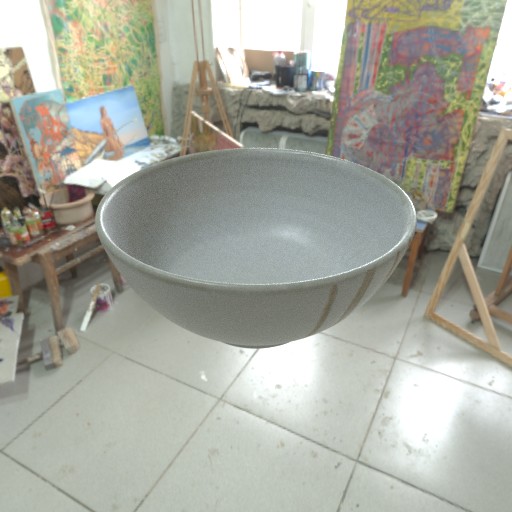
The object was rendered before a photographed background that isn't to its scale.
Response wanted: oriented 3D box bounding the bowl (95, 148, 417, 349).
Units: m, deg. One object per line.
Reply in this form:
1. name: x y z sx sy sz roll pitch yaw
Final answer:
1. bowl: 0.000 0.000 0.417 0.268 0.121 0.268 0 32 0
